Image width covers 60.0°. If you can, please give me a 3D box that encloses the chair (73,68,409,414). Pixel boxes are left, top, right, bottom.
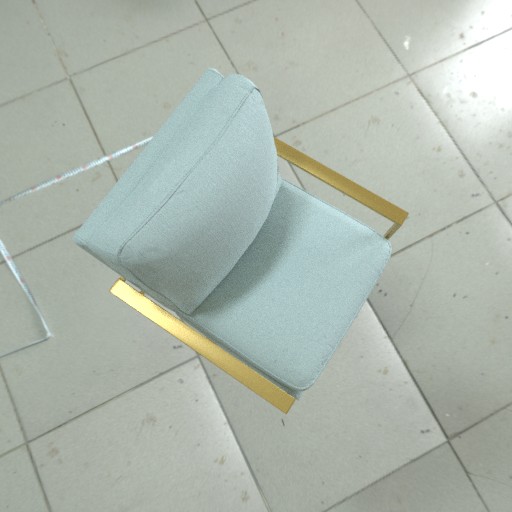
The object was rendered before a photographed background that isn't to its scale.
[{"bbox_3d":[0.000,0.000,1.546,0.813,0.956,0.758,33,78,8],"label":"chair"}]
